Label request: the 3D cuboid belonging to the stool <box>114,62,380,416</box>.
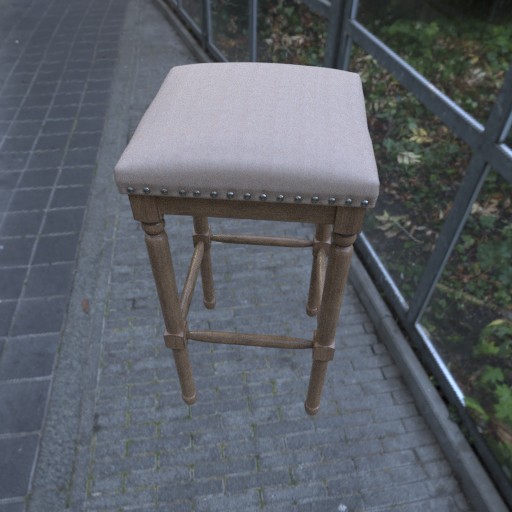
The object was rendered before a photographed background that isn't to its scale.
[{"bbox_3d":[0.000,0.000,0.989,0.383,0.768,0.382,4,45,4],"label":"stool"}]
